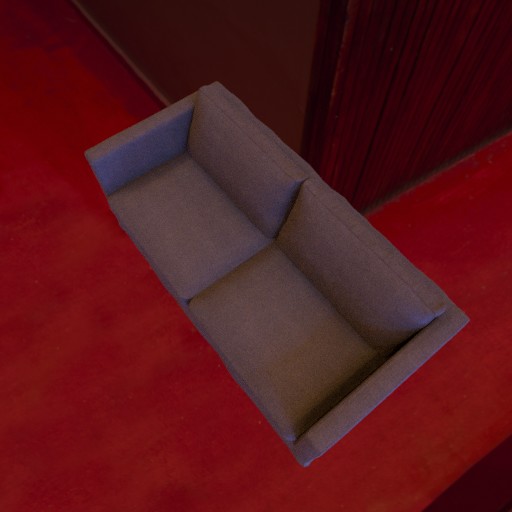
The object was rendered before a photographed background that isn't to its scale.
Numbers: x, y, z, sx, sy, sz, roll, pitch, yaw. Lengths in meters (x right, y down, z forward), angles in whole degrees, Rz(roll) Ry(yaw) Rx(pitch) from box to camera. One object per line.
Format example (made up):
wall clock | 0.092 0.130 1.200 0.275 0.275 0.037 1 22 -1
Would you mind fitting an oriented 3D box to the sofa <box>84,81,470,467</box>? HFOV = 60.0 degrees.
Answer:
sofa | 0.000 0.000 2.463 0.953 0.855 1.982 -35 68 -17
